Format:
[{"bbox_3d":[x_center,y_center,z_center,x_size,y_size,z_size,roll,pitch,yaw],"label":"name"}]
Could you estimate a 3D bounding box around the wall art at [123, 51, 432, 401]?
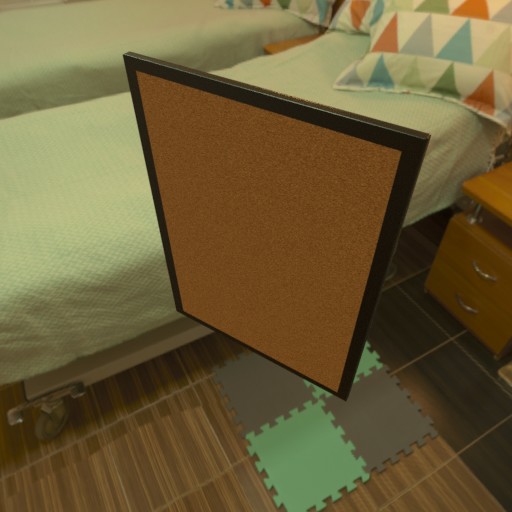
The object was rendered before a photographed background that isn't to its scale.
[{"bbox_3d":[0.000,0.000,0.844,0.480,0.657,0.016,24,50,21],"label":"wall art"}]
